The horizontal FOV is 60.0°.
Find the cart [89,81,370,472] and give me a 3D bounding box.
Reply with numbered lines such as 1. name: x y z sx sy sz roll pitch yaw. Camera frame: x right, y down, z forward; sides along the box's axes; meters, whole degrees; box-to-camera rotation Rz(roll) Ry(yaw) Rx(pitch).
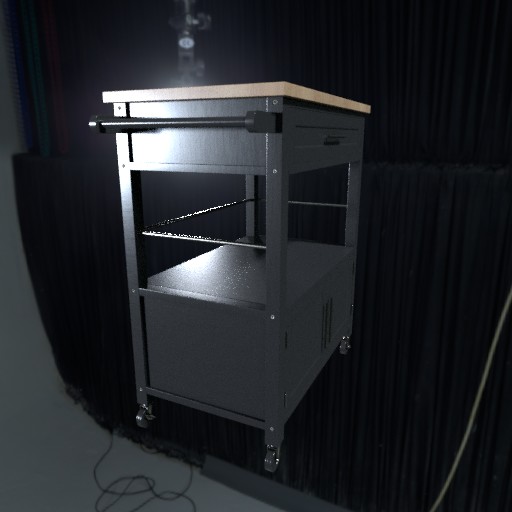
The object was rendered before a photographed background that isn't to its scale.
1. cart: 0.000 0.000 1.346 0.459 0.901 0.840 7 17 25
